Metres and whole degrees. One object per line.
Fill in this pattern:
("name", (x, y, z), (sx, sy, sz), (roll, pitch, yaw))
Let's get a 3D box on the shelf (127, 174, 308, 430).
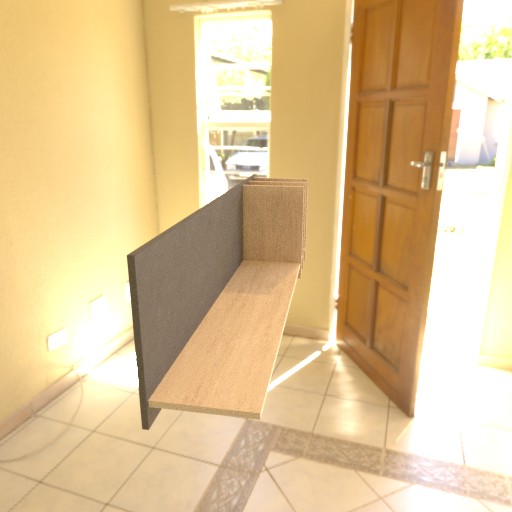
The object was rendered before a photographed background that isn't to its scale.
("shelf", (0.000, 0.000, 1.148), (0.200, 0.300, 1.020), (3, 17, 10))
